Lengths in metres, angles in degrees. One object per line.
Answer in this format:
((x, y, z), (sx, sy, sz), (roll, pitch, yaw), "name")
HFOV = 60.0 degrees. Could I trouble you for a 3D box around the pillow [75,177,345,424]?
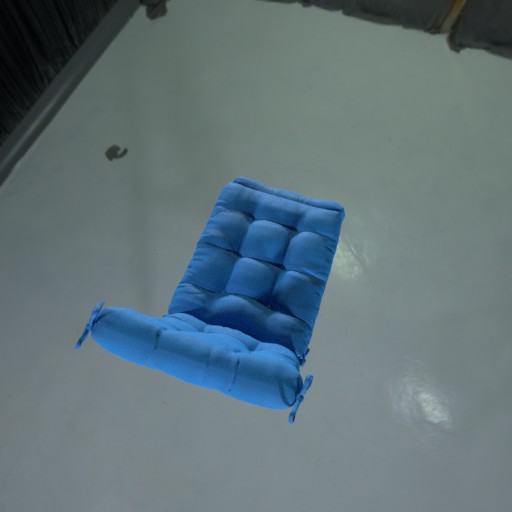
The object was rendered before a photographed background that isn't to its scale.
((0.000, 0.000, 1.478), (0.526, 0.863, 1.016), (17, 66, 8), "pillow")
